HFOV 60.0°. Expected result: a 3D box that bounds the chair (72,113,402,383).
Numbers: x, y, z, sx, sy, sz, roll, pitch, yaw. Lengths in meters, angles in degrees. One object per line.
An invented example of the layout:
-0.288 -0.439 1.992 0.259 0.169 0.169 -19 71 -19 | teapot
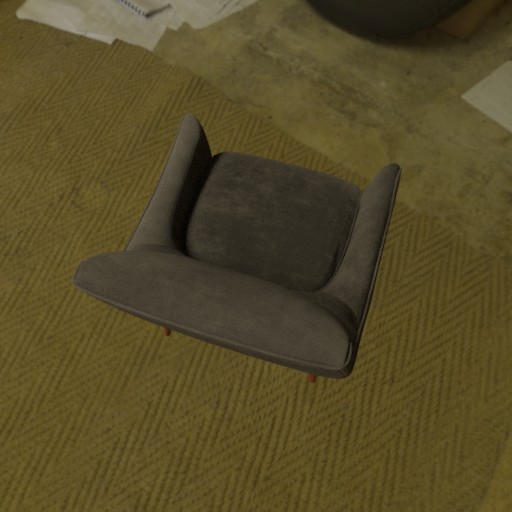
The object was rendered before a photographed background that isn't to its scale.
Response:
0.000 0.000 1.439 0.762 0.838 0.787 16 64 8 | chair
